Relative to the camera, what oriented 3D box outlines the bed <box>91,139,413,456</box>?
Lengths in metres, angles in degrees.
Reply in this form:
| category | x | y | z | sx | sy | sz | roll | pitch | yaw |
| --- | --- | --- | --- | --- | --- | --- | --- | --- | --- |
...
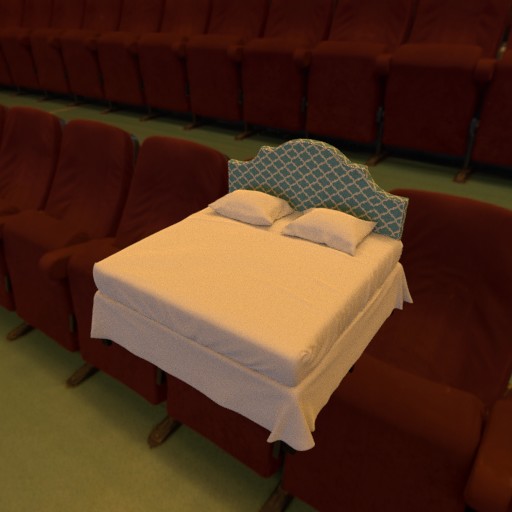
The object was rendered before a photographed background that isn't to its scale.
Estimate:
| category | x | y | z | sx | sy | sz | roll | pitch | yaw |
| --- | --- | --- | --- | --- | --- | --- | --- | --- | --- |
| bed | 0.000 | 0.000 | 3.881 | 2.314 | 1.601 | 2.222 | 19 | 35 | 30 |
